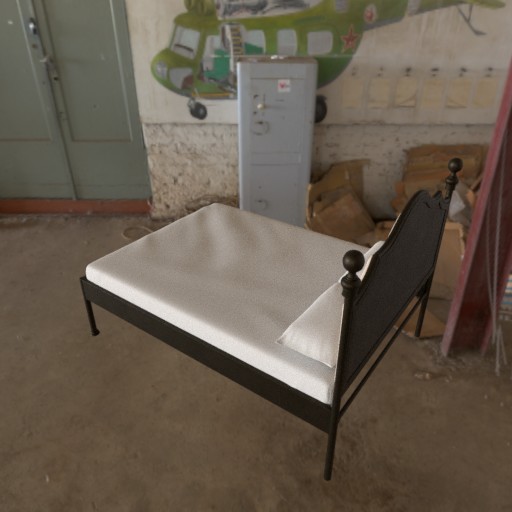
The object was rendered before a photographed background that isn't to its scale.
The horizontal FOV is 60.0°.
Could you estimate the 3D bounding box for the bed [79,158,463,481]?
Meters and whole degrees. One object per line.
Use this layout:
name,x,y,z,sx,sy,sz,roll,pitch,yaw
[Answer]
bed,0.000,0.000,3.273,2.224,1.499,1.642,20,35,31
